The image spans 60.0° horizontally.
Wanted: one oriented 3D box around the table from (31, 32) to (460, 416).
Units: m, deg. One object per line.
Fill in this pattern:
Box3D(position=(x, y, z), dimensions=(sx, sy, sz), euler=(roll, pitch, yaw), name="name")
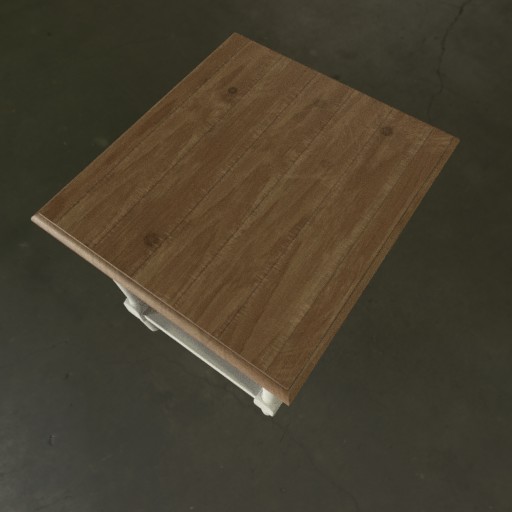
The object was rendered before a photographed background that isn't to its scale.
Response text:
Box3D(position=(0.000, 0.000, 0.928), dimensions=(0.457, 0.561, 0.508), euler=(32, 67, 15), name="table")
